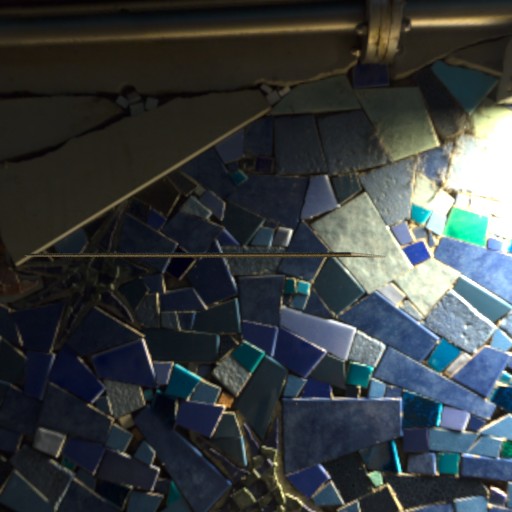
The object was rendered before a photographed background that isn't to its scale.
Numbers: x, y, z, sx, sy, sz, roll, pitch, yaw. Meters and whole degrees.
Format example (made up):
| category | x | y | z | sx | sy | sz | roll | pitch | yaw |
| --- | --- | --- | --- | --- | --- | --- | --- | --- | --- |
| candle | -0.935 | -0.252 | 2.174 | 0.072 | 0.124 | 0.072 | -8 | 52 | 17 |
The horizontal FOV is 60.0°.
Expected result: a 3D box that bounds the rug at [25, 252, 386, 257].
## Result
| category | x | y | z | sx | sy | sz | roll | pitch | yaw |
| --- | --- | --- | --- | --- | --- | --- | --- | --- | --- |
| rug | 0.000 | 0.000 | 2.332 | 1.219 | 0.010 | 1.829 | 0 | 0 | 19 |
